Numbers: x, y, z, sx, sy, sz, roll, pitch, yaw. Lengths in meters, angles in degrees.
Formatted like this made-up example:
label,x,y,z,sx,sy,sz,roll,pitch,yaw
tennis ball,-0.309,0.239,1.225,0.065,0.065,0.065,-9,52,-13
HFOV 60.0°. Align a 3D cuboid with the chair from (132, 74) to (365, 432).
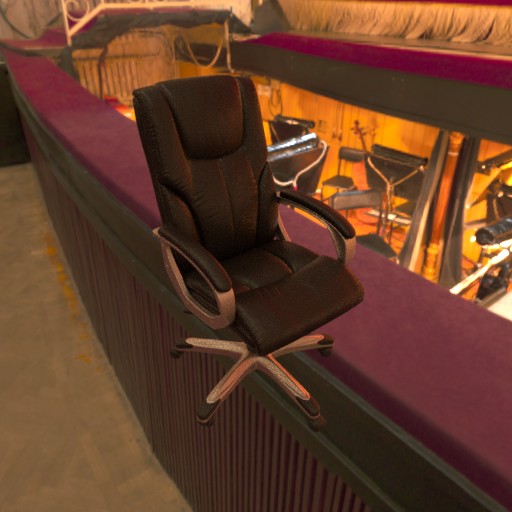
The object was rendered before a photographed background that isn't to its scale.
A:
label,x,y,z,sx,sy,sz,roll,pitch,yaw
chair,0.000,0.000,1.612,0.700,1.145,0.780,-21,36,-32
